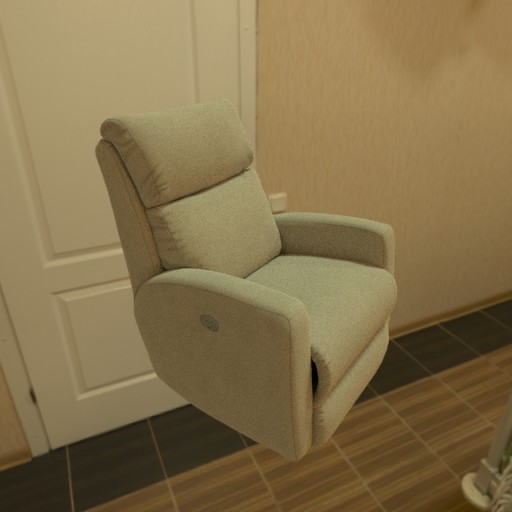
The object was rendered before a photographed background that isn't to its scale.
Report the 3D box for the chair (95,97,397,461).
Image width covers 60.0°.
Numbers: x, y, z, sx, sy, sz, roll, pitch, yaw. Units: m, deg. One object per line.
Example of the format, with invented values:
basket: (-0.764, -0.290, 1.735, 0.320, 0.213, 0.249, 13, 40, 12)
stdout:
chair: (0.000, 0.000, 1.663, 0.940, 1.021, 0.794, 19, 33, 31)
